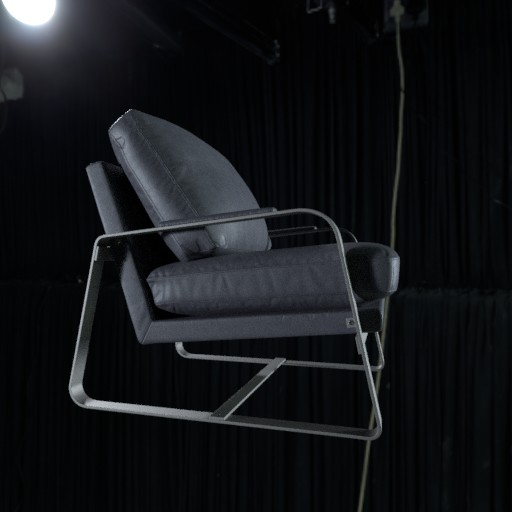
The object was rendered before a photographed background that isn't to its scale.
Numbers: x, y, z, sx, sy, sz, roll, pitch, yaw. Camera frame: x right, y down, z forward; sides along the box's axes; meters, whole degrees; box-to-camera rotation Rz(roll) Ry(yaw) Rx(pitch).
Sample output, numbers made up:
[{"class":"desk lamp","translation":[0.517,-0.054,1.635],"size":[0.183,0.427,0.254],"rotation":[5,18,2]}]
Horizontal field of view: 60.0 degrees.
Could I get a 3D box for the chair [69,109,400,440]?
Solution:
[{"class":"chair","translation":[0.000,0.000,1.438],"size":[0.878,0.839,0.692],"rotation":[0,0,17]}]
